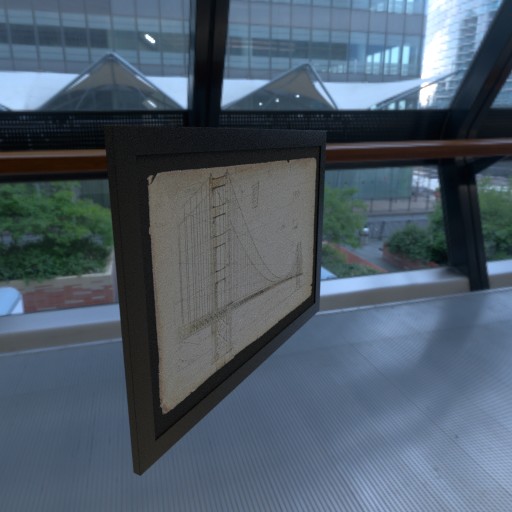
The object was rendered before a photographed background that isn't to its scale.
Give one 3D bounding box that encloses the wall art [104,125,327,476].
[{"bbox_3d":[0.000,0.000,0.812,0.013,0.447,0.660,8,17,28],"label":"wall art"}]
